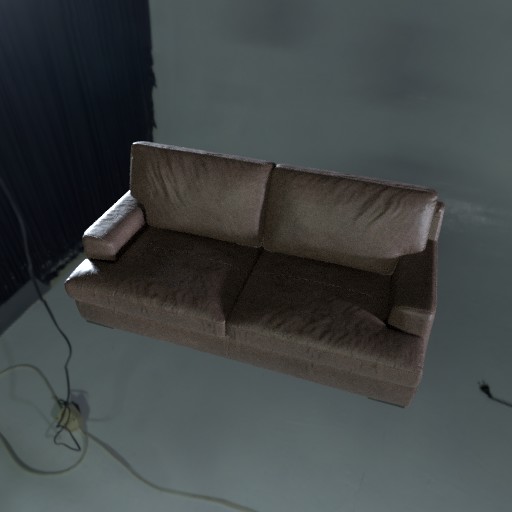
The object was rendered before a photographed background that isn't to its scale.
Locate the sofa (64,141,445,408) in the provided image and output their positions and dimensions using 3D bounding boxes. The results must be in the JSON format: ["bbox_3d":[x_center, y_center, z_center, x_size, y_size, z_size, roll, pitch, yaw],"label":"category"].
[{"bbox_3d":[0.000,0.000,2.871,2.261,0.941,1.143,12,43,13],"label":"sofa"}]
